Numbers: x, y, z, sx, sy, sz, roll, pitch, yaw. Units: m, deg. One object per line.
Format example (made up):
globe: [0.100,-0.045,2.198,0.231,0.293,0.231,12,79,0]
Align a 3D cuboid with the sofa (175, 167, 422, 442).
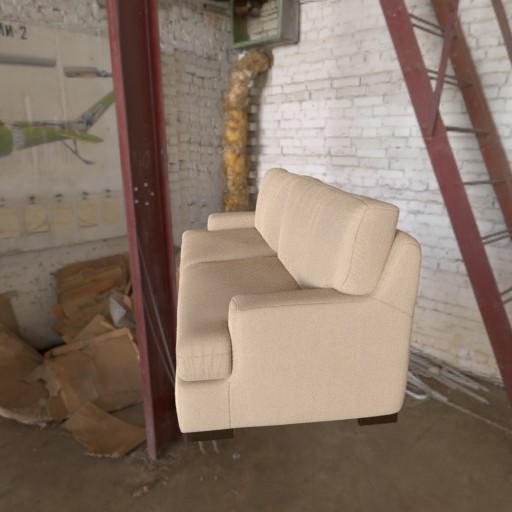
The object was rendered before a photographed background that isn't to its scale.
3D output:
sofa: [0.000,0.000,2.646,0.929,0.925,2.147,-2,15,-8]
